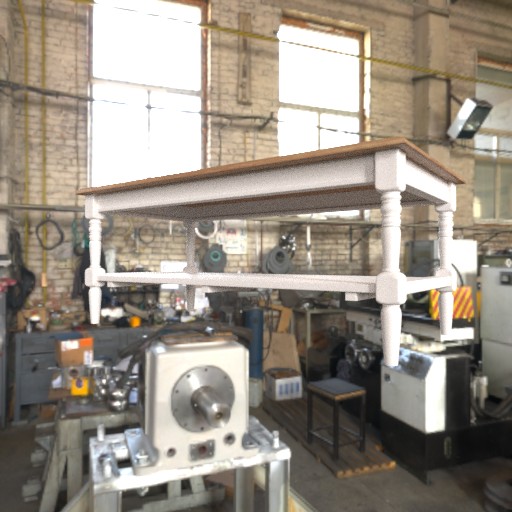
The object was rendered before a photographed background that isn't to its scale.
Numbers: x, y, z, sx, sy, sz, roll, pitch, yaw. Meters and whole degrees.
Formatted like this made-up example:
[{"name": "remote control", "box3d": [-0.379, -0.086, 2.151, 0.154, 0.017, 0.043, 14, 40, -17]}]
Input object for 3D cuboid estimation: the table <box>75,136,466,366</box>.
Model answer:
[{"name": "table", "box3d": [0.000, 0.000, 1.402, 1.118, 0.458, 0.559, 0, -1, 36]}]
